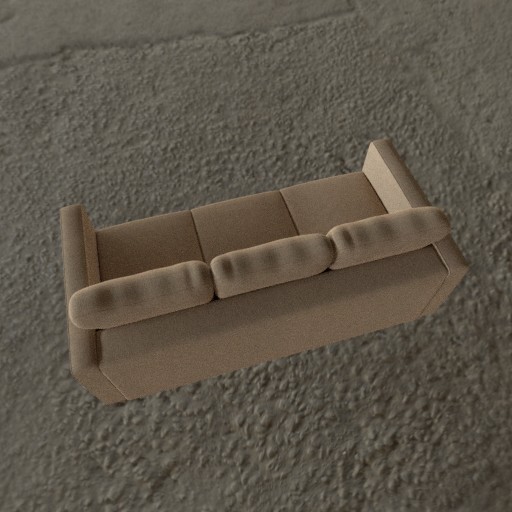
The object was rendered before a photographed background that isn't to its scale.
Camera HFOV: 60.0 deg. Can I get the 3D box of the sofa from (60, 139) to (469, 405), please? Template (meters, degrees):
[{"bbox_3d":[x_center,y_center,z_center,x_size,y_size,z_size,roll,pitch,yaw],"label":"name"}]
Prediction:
[{"bbox_3d":[0.000,0.000,2.349,1.855,0.800,0.930,-14,59,-9],"label":"sofa"}]
